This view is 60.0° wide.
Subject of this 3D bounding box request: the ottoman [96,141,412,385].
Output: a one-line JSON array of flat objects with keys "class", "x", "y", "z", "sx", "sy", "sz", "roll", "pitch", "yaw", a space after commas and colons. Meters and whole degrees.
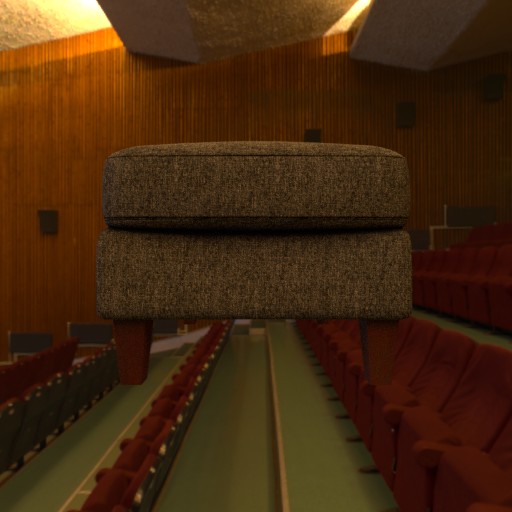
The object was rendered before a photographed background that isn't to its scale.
[{"class": "ottoman", "x": 0.000, "y": 0.000, "z": 1.215, "sx": 0.584, "sy": 0.483, "sz": 0.864, "roll": 0, "pitch": 0, "yaw": 0}]
